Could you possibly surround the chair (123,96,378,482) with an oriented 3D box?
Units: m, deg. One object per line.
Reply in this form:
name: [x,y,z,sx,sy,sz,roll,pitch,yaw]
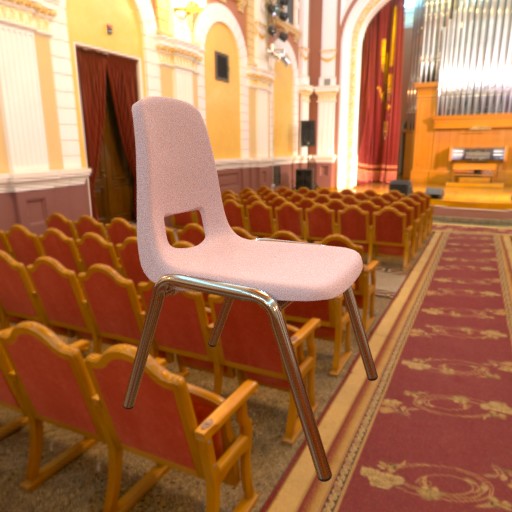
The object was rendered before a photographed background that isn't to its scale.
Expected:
chair: [0.000,0.000,0.839,0.423,0.586,0.354,7,16,26]
